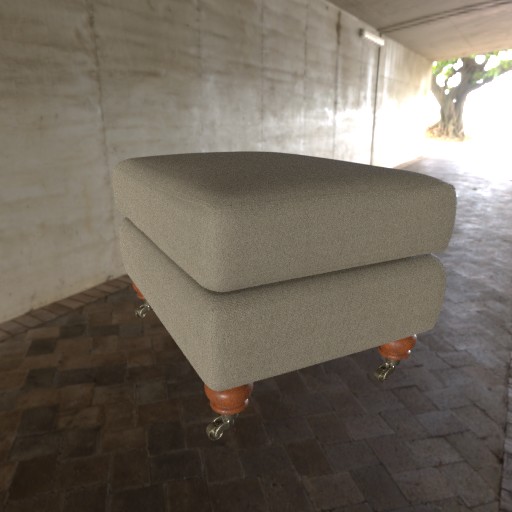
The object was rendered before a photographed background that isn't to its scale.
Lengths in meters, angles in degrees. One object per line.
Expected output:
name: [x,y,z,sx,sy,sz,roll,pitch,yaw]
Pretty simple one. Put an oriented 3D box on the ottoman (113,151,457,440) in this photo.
ottoman: [0.000,0.000,1.145,0.569,0.504,0.773,-9,20,-26]
